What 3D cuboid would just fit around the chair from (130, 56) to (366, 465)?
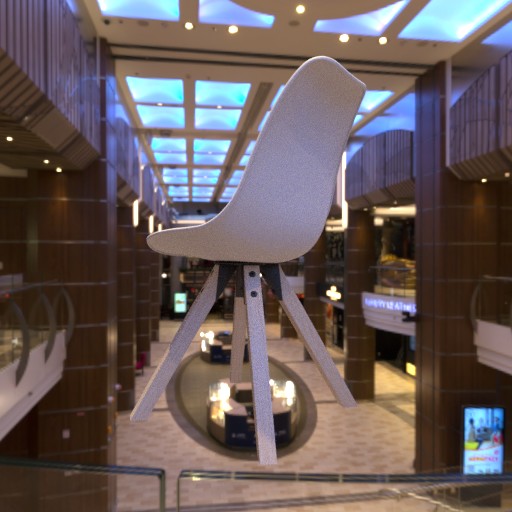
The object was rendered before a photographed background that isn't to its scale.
[{"bbox_3d":[0.000,0.000,1.180,0.550,0.850,0.485,0,0,36],"label":"chair"}]
